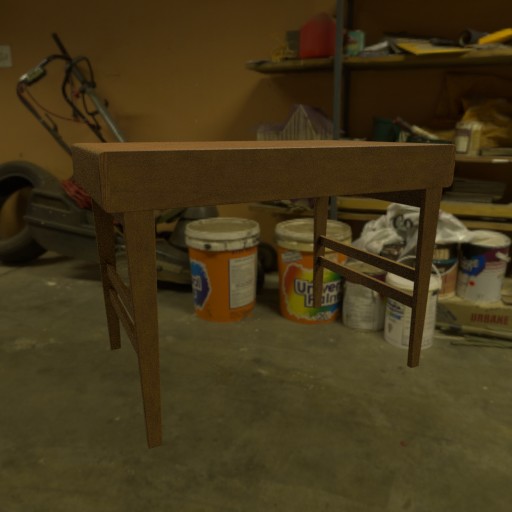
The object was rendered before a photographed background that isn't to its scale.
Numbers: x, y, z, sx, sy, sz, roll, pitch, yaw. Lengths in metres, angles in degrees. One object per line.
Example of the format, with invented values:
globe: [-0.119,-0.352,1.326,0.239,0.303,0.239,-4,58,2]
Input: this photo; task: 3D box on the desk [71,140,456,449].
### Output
desk: [0.000,0.000,1.536,1.066,0.754,0.660,-8,18,-25]
